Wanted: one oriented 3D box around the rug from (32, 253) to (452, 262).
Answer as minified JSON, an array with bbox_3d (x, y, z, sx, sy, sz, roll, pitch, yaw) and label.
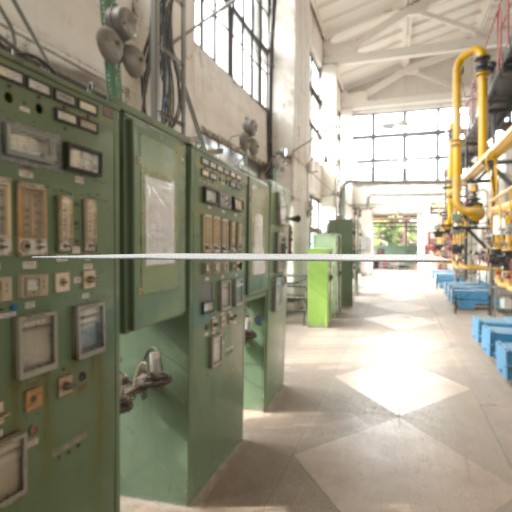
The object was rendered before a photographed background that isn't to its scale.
[{"bbox_3d":[0.000,0.000,2.380,1.835,0.012,1.231,0,1,19],"label":"rug"}]
